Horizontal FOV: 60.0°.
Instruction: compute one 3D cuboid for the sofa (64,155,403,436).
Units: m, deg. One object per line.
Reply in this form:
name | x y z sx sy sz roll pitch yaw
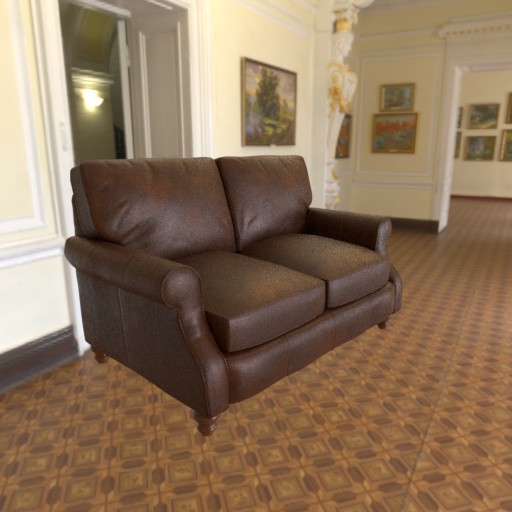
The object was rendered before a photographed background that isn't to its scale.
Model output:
sofa | 0.000 0.000 2.247 0.990 0.976 1.616 13 19 42
